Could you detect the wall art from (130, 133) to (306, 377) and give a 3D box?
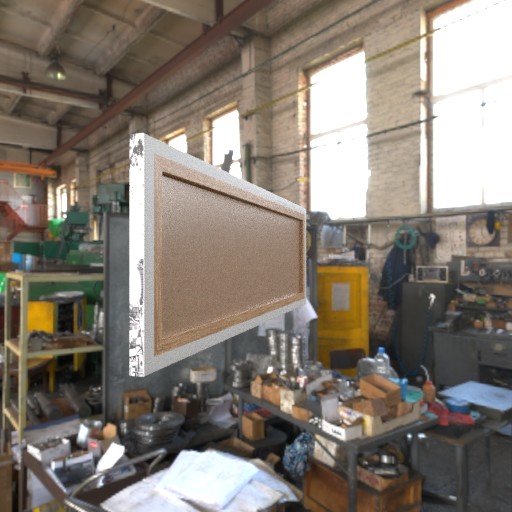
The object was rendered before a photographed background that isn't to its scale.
[{"bbox_3d":[0.000,0.000,1.645,0.039,0.507,1.520,0,0,19],"label":"wall art"}]
